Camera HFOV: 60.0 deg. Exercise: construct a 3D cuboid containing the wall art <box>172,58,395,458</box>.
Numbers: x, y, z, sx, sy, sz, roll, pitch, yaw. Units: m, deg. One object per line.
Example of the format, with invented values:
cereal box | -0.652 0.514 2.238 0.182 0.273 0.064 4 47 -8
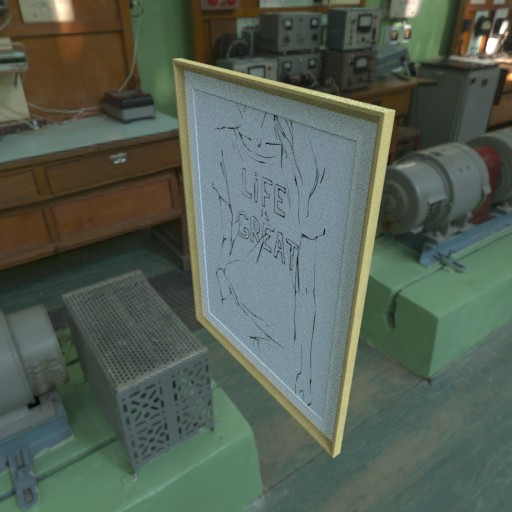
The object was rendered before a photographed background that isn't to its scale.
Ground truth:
wall art | 0.000 0.000 1.326 0.030 1.002 0.798 -22 38 -31
